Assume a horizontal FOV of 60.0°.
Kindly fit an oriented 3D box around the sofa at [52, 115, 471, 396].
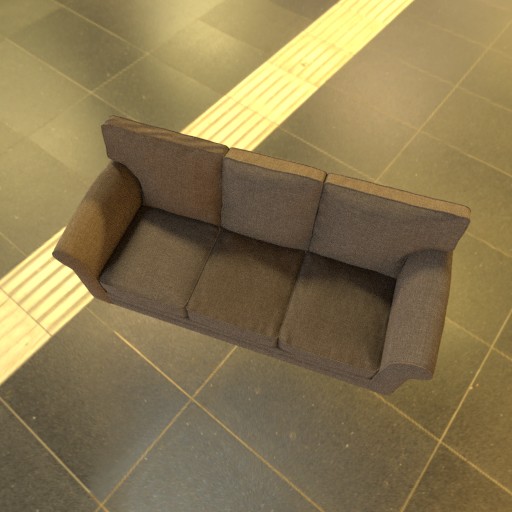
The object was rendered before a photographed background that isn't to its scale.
[{"bbox_3d":[0.000,0.000,2.574,2.084,0.961,0.916,17,61,9],"label":"sofa"}]
